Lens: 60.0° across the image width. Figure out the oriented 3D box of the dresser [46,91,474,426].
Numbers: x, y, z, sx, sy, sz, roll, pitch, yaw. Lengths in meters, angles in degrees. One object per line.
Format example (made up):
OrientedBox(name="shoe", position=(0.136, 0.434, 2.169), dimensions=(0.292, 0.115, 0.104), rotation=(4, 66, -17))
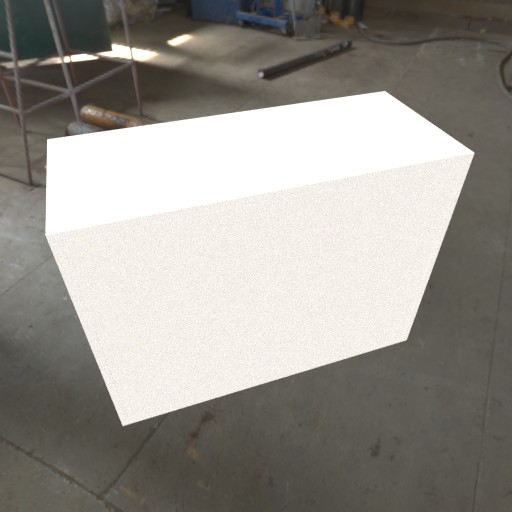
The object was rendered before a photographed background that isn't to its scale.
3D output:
OrientedBox(name="dresser", position=(0.000, 0.000, 1.507), dimensions=(1.100, 0.820, 0.460), rotation=(-13, 43, -14))
